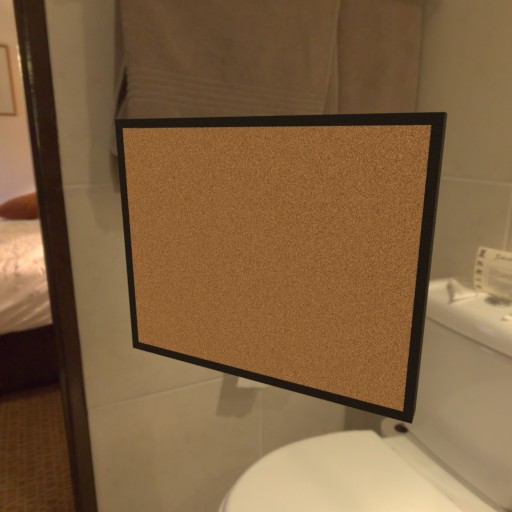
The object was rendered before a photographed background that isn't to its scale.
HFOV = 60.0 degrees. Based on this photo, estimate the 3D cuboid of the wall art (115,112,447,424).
[{"bbox_3d":[0.000,0.000,0.541,0.397,0.325,0.028,8,17,26],"label":"wall art"}]
